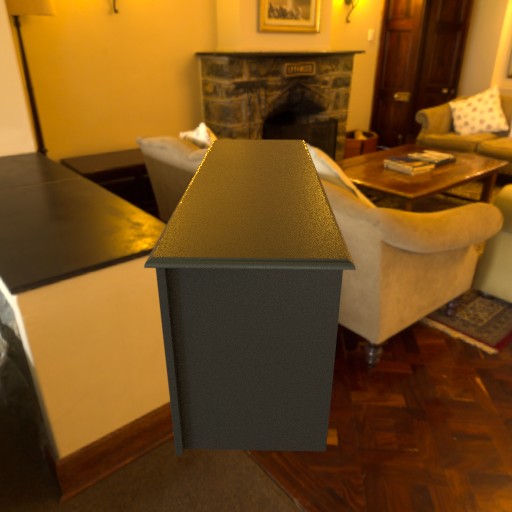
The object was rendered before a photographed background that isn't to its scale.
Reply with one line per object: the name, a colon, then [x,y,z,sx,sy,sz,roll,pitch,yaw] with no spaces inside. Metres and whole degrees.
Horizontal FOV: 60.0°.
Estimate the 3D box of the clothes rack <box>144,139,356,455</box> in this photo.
clothes rack: [0.000,0.000,1.513,0.406,0.556,1.219,1,25,1]
